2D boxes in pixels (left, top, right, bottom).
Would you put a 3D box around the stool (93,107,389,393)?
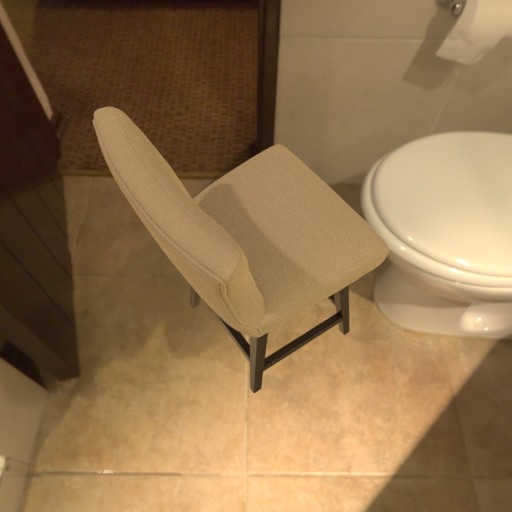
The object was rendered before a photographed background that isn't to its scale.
[{"bbox_3d":[0.000,0.000,1.327,0.574,1.000,0.514,-32,63,-18],"label":"stool"}]
